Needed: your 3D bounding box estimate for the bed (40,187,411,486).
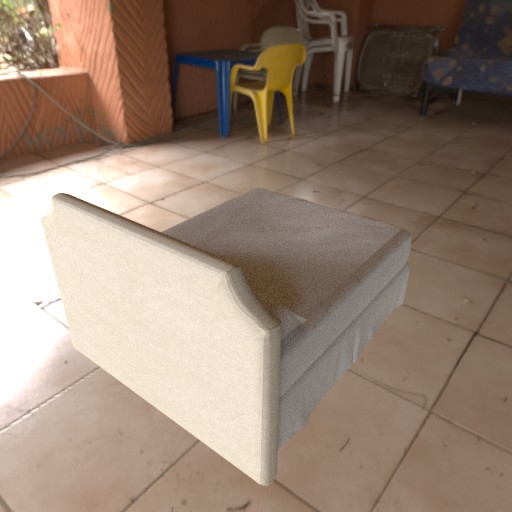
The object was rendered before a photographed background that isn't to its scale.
[{"bbox_3d":[0.000,0.000,3.258,1.828,1.297,2.164,21,36,32],"label":"bed"}]
